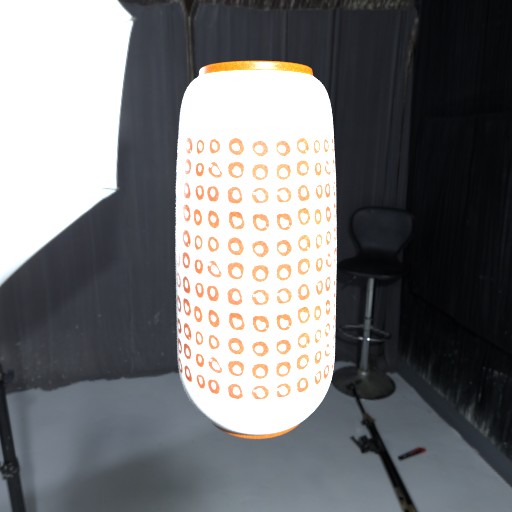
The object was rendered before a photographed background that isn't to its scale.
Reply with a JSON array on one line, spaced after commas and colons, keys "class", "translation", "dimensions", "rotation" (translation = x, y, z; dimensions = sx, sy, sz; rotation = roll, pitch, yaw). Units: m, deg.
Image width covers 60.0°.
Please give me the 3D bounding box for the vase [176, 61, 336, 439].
[{"class": "vase", "translation": [0.000, 0.000, 0.361], "dimensions": [0.133, 0.282, 0.133], "rotation": [0, 15, 0]}]
